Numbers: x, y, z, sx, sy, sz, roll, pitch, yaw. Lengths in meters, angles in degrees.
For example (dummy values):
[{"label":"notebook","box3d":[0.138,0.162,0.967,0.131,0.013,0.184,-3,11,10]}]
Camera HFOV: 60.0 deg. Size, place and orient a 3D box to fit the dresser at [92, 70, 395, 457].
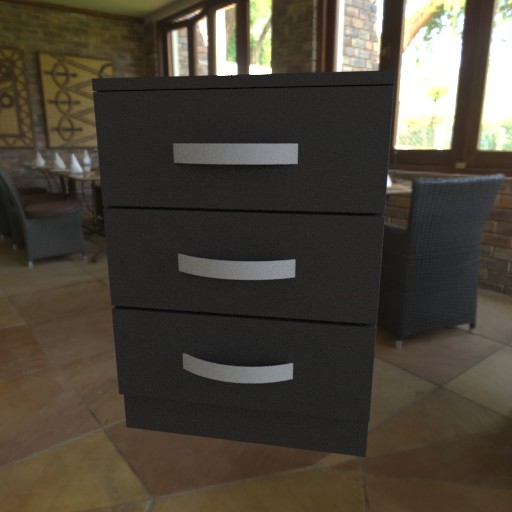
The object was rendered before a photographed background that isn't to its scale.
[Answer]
[{"label":"dresser","box3d":[0.000,0.000,0.786,0.400,0.560,0.360,3,15,10]}]
